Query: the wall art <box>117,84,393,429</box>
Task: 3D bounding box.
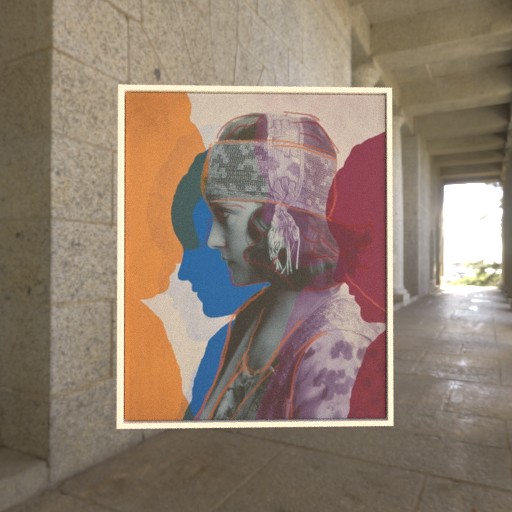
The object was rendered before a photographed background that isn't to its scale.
[{"bbox_3d":[0.000,0.000,0.727,0.443,0.549,0.030,0,-1,-2],"label":"wall art"}]
